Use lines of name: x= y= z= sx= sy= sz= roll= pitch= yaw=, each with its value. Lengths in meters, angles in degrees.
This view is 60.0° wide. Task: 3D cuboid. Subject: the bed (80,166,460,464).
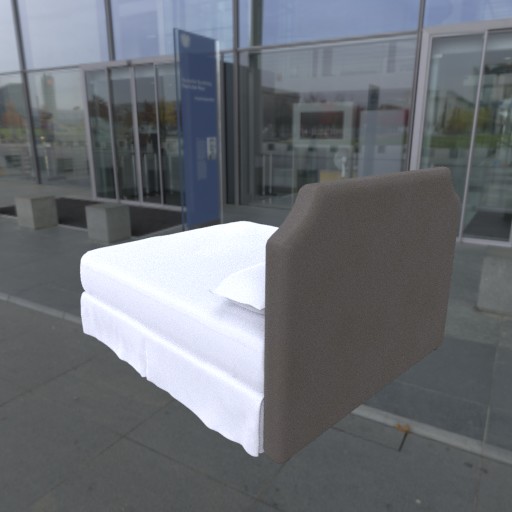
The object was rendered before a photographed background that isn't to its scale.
bed: x=0.000 y=0.000 z=3.808 sx=2.194 sy=1.561 sz=2.536 roll=-15 pitch=22 yaw=-42
